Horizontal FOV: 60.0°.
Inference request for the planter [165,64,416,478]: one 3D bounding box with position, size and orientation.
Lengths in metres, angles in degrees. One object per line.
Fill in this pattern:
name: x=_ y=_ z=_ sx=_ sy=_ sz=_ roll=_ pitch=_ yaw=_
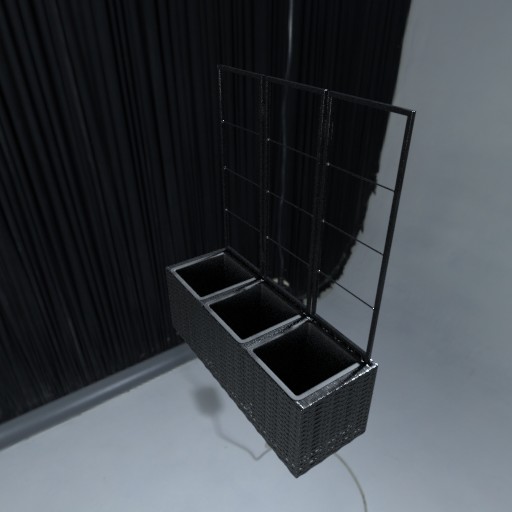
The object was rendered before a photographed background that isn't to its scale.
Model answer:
planter: x=0.000 y=0.000 z=1.164 sx=0.244 sy=0.841 sz=0.698 roll=-19 pitch=36 yaw=-29
